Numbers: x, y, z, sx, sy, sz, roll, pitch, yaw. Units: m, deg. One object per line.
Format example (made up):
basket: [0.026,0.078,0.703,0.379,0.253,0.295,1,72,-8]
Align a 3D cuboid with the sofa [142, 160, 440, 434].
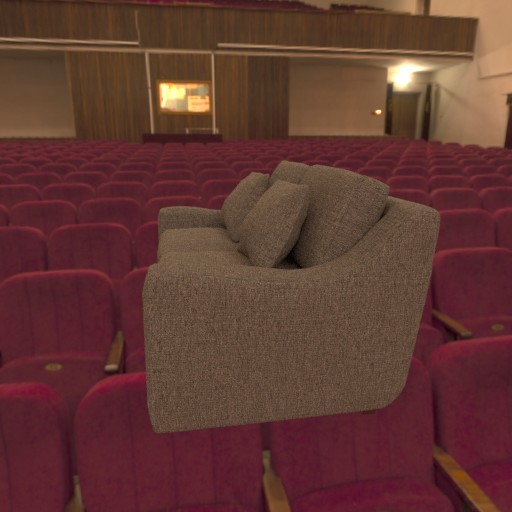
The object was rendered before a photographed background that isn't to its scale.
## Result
sofa: [0.000,0.000,2.448,1.120,0.991,1.778,-2,15,-10]
